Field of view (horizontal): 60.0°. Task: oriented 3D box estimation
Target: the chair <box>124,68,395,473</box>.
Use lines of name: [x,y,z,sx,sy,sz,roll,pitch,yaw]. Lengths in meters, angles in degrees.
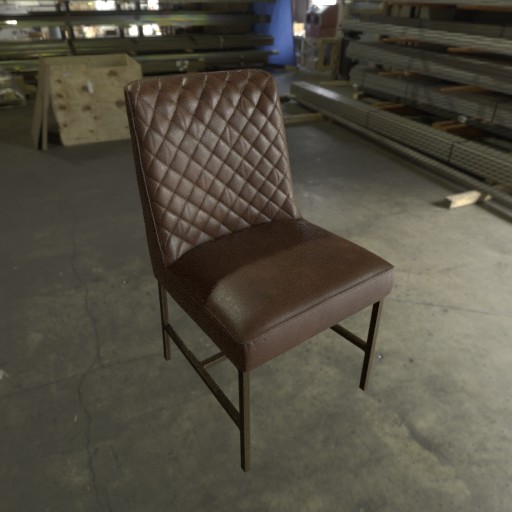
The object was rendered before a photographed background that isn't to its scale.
chair: [0.000,0.000,1.236,0.508,0.889,0.587,-21,37,-31]
